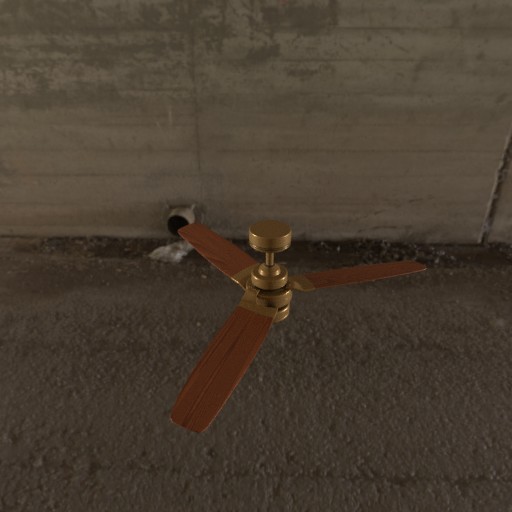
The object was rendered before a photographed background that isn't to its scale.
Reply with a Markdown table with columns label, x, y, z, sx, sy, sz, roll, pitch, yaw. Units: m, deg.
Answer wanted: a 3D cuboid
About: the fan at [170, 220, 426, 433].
| label | x | y | z | sx | sy | sz | roll | pitch | yaw |
| --- | --- | --- | --- | --- | --- | --- | --- | --- | --- |
| fan | 0.000 | 0.000 | 2.053 | 1.416 | 0.425 | 1.271 | -19 | 35 | -30 |
